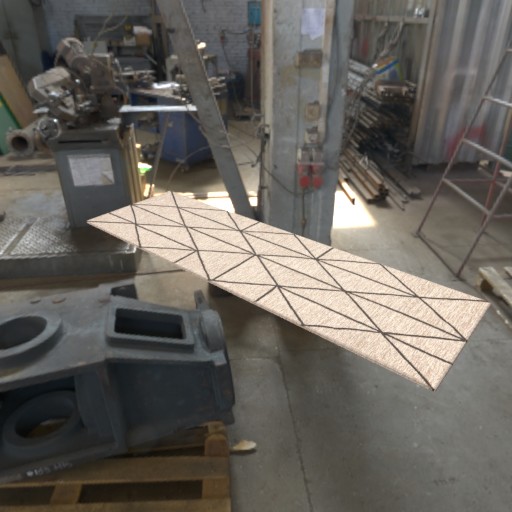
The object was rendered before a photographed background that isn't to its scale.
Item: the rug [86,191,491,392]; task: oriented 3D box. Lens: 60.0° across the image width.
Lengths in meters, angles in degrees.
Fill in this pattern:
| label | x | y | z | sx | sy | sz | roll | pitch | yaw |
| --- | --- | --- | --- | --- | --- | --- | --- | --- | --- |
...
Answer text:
| label | x | y | z | sx | sy | sz | roll | pitch | yaw |
| --- | --- | --- | --- | --- | --- | --- | --- | --- | --- |
| rug | 0.000 | 0.000 | 2.645 | 2.438 | 0.012 | 0.762 | 22 | 36 | 34 |
